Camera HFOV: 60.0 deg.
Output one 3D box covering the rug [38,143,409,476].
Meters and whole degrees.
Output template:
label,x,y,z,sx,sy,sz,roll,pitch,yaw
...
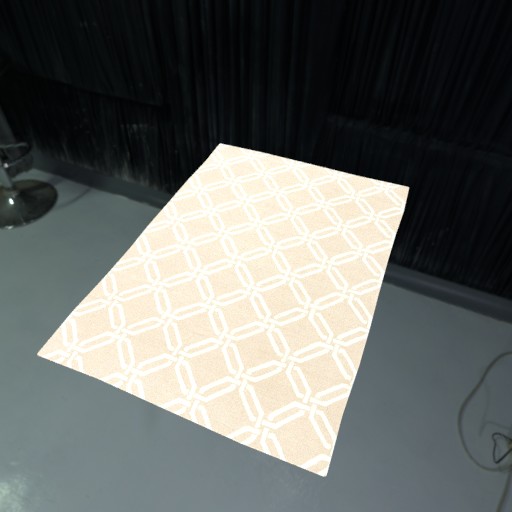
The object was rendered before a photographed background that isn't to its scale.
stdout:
label,x,y,z,sx,sy,sz,roll,pitch,yaw
rug,0.000,0.000,2.708,1.524,0.013,2.135,17,48,15
